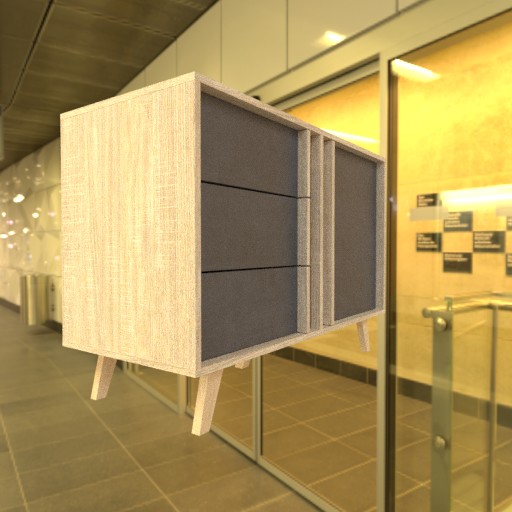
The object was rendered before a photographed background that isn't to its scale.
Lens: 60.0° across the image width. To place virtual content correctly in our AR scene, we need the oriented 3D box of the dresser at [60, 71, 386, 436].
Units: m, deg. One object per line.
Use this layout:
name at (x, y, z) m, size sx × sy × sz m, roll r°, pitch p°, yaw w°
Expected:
dresser at (0.000, 0.000, 1.508) m, size 0.500 × 0.780 × 1.110 m, roll 1°, pitch 2°, yaw 36°
